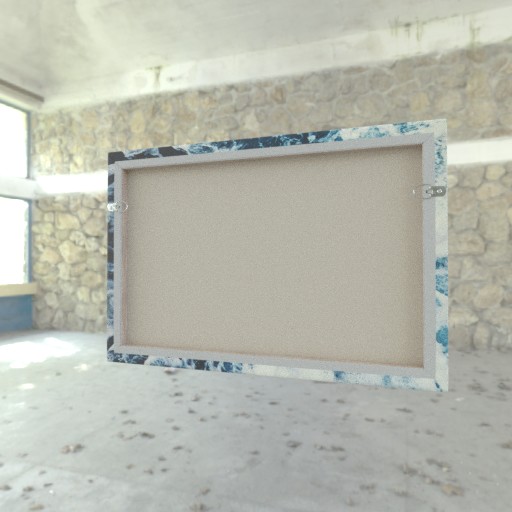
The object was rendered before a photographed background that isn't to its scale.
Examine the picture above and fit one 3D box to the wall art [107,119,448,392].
[{"bbox_3d":[0.000,0.000,1.919,1.524,1.017,0.055,0,-1,20],"label":"wall art"}]
